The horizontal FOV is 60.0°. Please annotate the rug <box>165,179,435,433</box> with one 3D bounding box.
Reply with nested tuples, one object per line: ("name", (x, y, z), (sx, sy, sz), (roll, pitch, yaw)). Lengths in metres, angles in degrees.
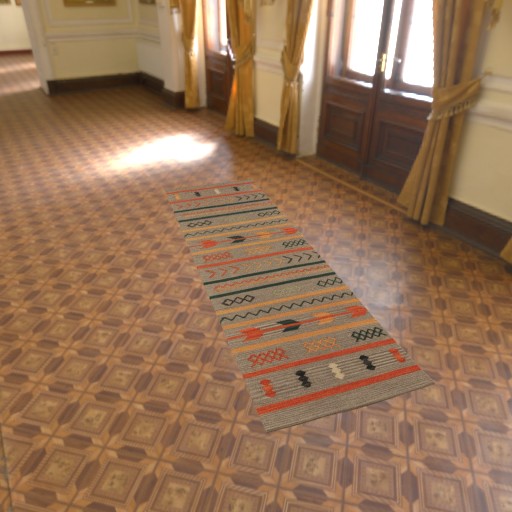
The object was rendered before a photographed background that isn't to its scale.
("rug", (0.000, 0.000, 2.702), (0.744, 0.022, 2.419), (-10, 33, -16))
